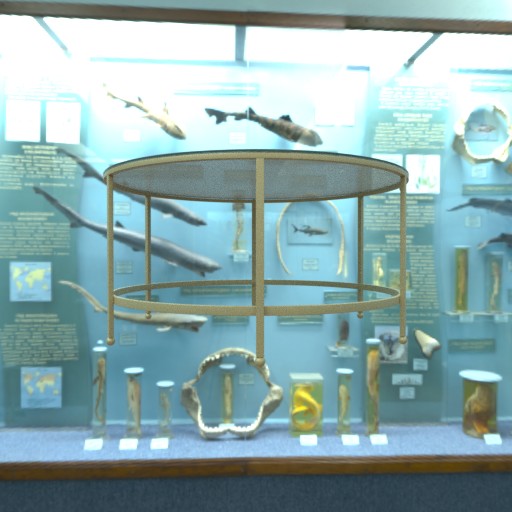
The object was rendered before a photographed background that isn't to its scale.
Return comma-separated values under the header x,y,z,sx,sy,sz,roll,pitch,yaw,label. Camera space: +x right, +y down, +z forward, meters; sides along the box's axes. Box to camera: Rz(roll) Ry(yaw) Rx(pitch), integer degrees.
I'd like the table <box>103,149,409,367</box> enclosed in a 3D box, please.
x,y,z,sx,sy,sz,roll,pitch,yaw,label
0.000,0.000,1.404,0.914,0.470,0.914,0,1,0,table
